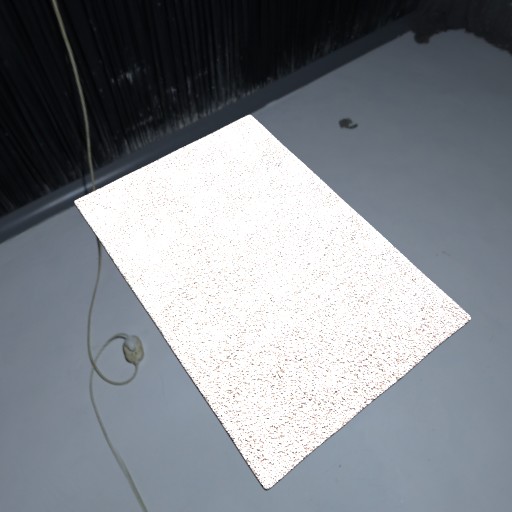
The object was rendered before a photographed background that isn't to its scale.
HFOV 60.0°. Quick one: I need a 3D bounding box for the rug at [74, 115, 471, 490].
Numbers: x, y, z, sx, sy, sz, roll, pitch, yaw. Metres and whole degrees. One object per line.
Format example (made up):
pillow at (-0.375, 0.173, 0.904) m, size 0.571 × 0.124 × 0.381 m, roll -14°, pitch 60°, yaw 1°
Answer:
rug at (0.000, 0.000, 2.280) m, size 1.219 × 0.030 × 1.778 m, roll -32°, pitch 63°, yaw -19°
